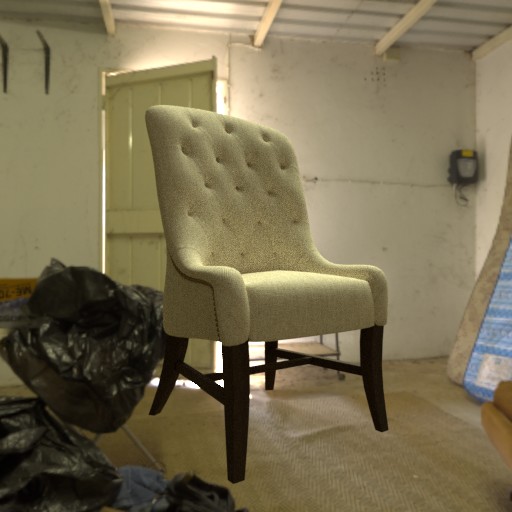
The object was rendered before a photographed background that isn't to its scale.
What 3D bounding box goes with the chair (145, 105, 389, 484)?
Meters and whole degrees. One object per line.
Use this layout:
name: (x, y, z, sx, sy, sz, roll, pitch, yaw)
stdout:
chair: (0.000, 0.000, 1.475, 0.634, 1.091, 0.629, 0, -1, -36)
